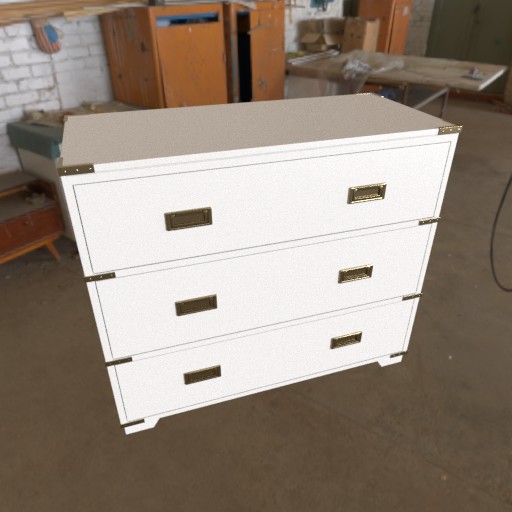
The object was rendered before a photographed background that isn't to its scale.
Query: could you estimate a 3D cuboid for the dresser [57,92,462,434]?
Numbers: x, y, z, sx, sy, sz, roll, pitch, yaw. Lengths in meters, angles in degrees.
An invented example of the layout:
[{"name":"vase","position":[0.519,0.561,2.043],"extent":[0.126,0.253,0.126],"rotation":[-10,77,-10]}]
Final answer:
[{"name":"dresser","position":[0.000,0.000,1.475],"extent":[1.022,0.891,0.460],"rotation":[-10,33,-16]}]
